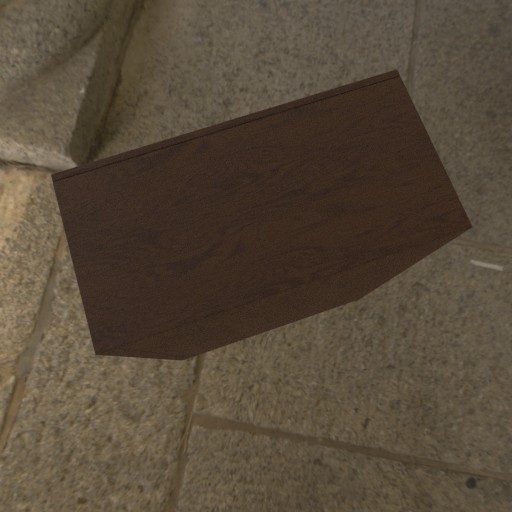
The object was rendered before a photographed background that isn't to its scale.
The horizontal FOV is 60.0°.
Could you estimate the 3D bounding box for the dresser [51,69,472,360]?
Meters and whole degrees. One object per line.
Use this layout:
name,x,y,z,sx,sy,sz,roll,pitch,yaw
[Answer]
dresser,0.000,0.000,1.764,0.964,1.320,0.516,-18,77,-4
